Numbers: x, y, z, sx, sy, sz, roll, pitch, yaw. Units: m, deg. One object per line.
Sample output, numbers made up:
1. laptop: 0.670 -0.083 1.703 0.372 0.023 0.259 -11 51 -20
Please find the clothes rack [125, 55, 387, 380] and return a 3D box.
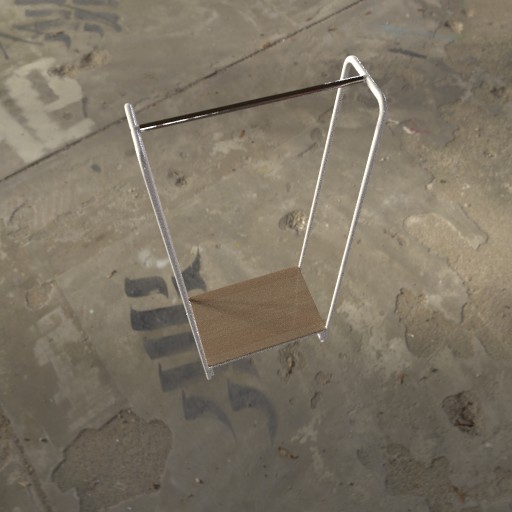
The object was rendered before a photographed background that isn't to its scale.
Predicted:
1. clothes rack: 0.000 0.000 1.753 0.640 1.500 0.400 -16 60 -10
